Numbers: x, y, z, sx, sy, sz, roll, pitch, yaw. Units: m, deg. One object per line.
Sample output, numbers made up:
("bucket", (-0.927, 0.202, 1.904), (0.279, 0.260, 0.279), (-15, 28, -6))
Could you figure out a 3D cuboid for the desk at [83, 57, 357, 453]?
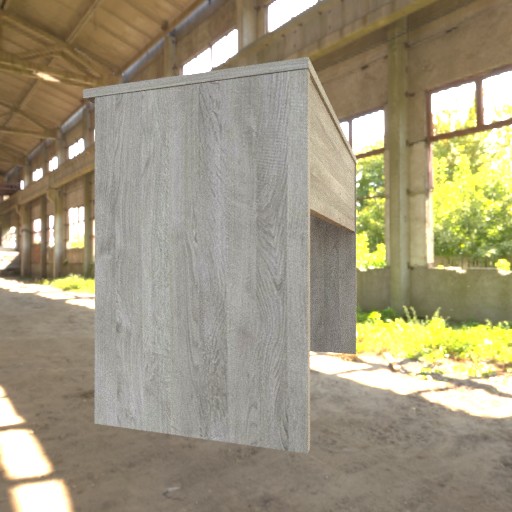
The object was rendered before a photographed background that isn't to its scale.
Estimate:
("desk", (0.000, 0.000, 1.309), (0.498, 0.724, 0.893), (0, 0, 18))
